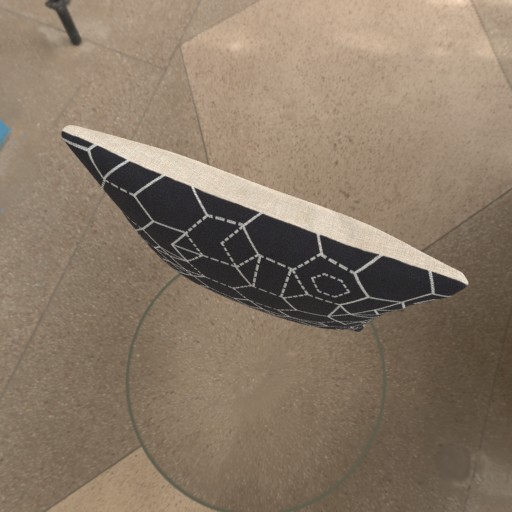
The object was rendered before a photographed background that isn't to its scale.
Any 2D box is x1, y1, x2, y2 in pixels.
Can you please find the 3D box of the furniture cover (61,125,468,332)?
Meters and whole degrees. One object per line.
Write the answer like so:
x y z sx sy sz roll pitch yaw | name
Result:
0.000 0.000 0.765 0.517 0.508 0.158 21 76 5 | furniture cover
